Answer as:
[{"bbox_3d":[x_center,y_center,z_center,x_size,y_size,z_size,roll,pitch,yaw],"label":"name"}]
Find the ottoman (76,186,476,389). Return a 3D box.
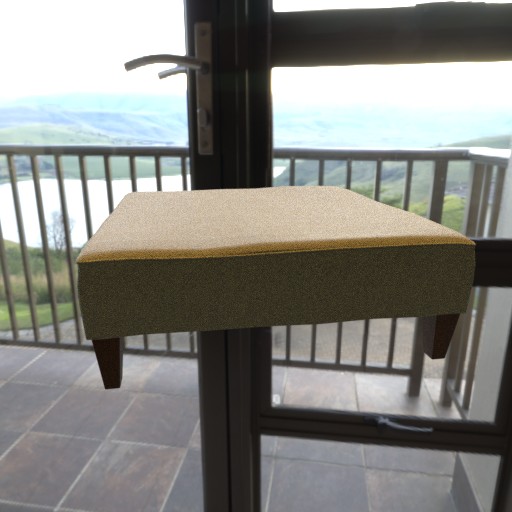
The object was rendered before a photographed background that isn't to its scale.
[{"bbox_3d":[0.000,0.000,1.541,0.968,0.379,1.004,-3,16,-9],"label":"ottoman"}]
